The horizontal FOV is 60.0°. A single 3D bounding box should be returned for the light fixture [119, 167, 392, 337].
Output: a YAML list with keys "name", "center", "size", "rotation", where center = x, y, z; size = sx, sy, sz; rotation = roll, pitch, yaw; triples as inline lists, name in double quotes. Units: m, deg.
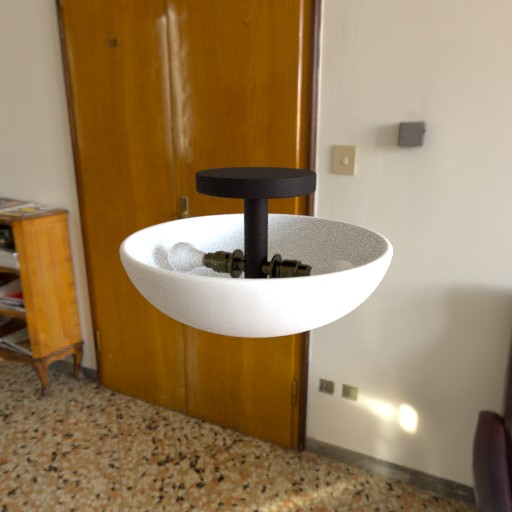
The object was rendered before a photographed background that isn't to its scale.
- name: "light fixture"
  center: [0.000, 0.000, 0.565]
  size: [0.331, 0.212, 0.331]
  rotation: [0, 16, 0]
